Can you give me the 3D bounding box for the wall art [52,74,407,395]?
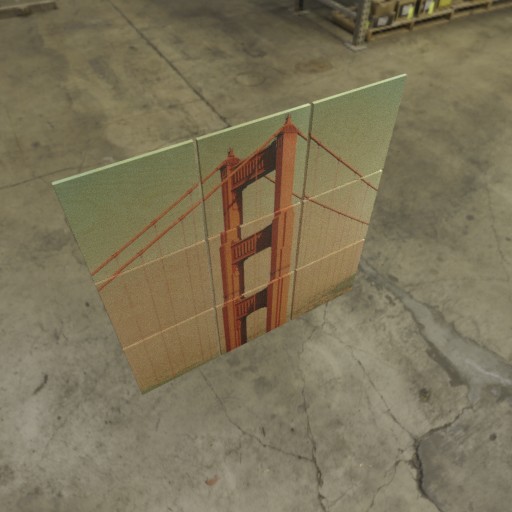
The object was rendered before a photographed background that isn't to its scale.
[{"bbox_3d":[0.000,0.000,1.796,1.214,1.219,0.013,-23,52,-20],"label":"wall art"}]
